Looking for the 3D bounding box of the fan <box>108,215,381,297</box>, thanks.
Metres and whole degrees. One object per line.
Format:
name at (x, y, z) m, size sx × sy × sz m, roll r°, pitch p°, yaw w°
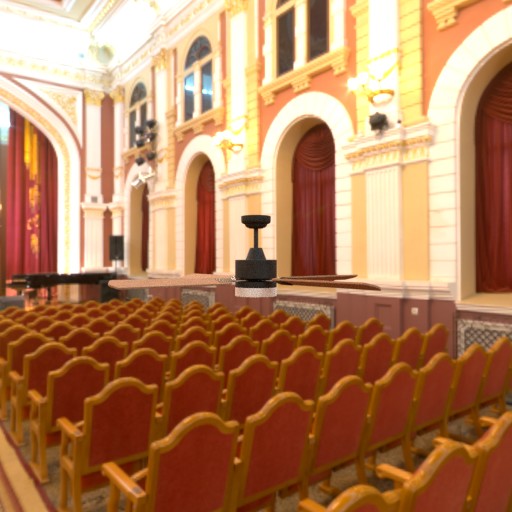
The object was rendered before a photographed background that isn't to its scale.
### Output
fan at (0.000, 0.000, 1.981) m, size 1.320 × 0.355 × 1.320 m, roll 1°, pitch -1°, yaw -37°
